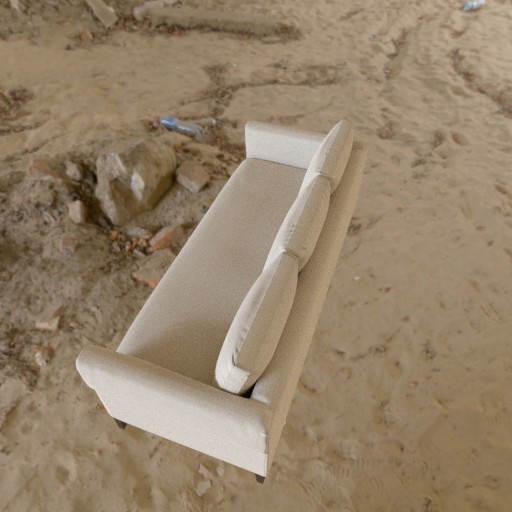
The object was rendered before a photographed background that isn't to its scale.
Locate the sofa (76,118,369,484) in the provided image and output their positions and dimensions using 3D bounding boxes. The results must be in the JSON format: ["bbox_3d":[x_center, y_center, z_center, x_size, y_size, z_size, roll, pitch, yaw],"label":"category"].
[{"bbox_3d":[0.000,0.000,2.673,0.902,0.911,2.198,15,49,14],"label":"sofa"}]
